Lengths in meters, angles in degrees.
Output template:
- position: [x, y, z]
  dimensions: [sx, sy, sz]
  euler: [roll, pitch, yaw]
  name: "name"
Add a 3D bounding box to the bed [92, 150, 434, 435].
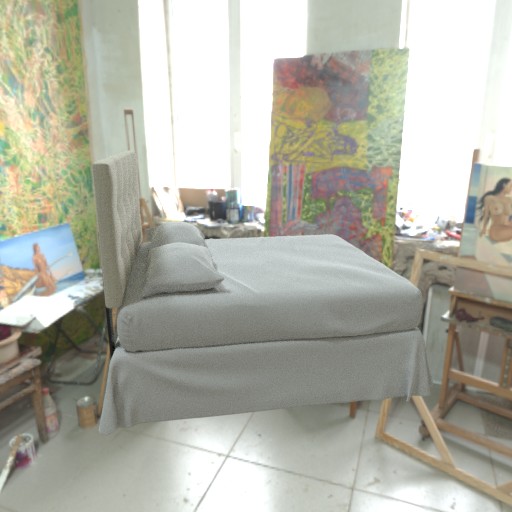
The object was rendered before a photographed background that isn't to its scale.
- position: [0.000, 0.000, 3.493]
  dimensions: [2.222, 1.577, 1.936]
  euler: [-3, 16, -9]
  name: "bed"
